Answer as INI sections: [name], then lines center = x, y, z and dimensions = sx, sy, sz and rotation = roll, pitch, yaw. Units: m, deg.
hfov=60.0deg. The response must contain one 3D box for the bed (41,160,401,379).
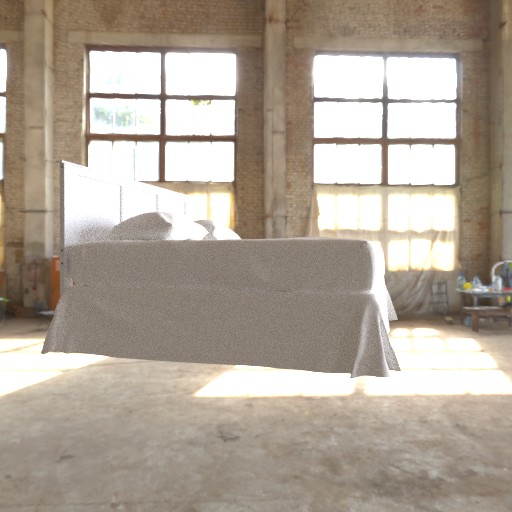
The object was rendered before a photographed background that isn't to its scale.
[bed]
center = 0.000, 0.000, 3.602
dimensions = 2.215, 1.273, 2.317
rotation = 0, 0, 17
